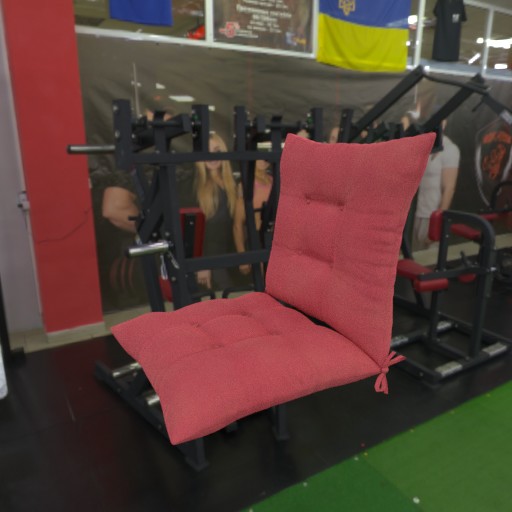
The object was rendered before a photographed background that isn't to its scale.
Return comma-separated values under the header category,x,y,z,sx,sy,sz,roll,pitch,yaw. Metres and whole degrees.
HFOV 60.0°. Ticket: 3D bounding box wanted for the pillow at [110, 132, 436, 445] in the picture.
category,x,y,z,sx,sy,sz,roll,pitch,yaw
pillow,0.000,0.000,1.000,0.585,0.536,0.541,-9,18,-28
